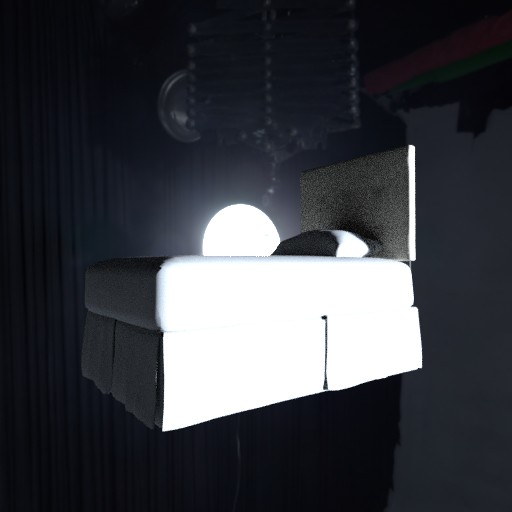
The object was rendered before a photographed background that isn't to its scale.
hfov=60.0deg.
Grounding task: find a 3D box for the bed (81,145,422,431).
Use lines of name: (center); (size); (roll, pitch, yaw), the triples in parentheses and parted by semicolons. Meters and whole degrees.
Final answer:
bed: (0.000, 0.000, 2.992); (1.997, 1.571, 1.261); (1, -1, -36)
